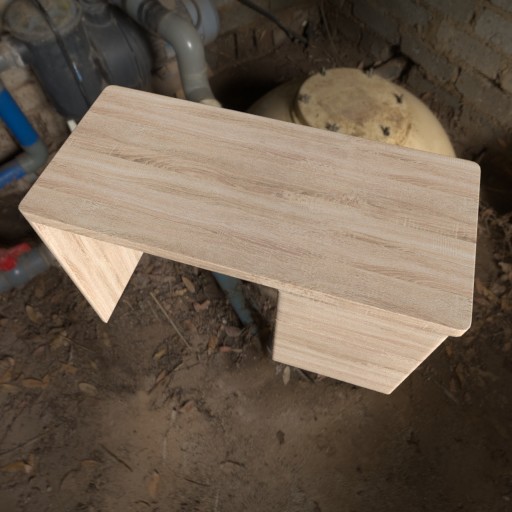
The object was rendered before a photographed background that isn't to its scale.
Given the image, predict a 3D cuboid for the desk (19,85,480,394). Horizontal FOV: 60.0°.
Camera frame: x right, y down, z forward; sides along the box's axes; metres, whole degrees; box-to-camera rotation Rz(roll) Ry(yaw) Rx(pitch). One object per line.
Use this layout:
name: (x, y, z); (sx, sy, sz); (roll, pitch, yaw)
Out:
desk: (0.000, 0.000, 1.568); (1.200, 0.760, 0.550); (15, 60, 9)
